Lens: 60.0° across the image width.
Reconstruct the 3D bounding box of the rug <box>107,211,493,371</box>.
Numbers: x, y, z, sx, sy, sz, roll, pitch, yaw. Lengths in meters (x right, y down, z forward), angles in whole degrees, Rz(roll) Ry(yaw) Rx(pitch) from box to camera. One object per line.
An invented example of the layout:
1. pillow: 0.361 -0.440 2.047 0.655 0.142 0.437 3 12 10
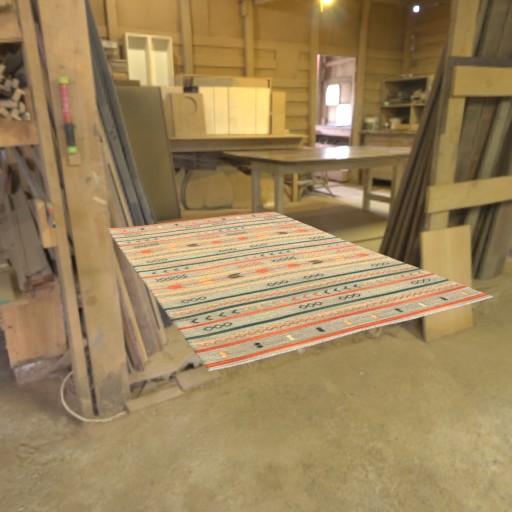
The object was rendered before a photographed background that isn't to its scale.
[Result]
1. rug: 0.000 0.000 2.304 1.220 0.017 1.835 -9 20 -25
